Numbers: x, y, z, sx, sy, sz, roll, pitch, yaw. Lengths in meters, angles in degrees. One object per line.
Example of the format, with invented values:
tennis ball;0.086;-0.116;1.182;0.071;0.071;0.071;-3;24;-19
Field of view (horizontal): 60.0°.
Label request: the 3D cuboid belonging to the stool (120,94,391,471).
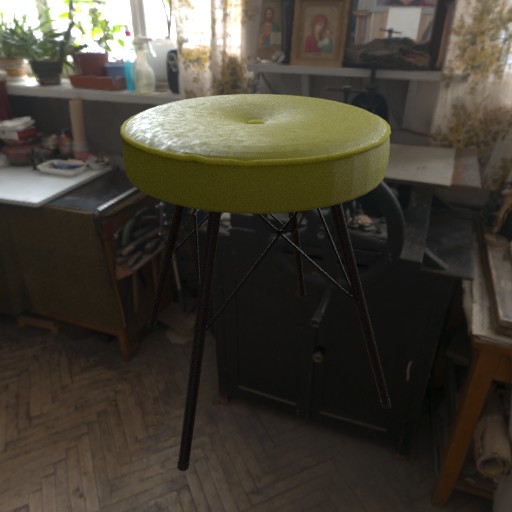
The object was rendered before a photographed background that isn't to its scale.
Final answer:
stool;0.000;0.000;0.805;0.409;0.508;0.409;-10;31;-16
